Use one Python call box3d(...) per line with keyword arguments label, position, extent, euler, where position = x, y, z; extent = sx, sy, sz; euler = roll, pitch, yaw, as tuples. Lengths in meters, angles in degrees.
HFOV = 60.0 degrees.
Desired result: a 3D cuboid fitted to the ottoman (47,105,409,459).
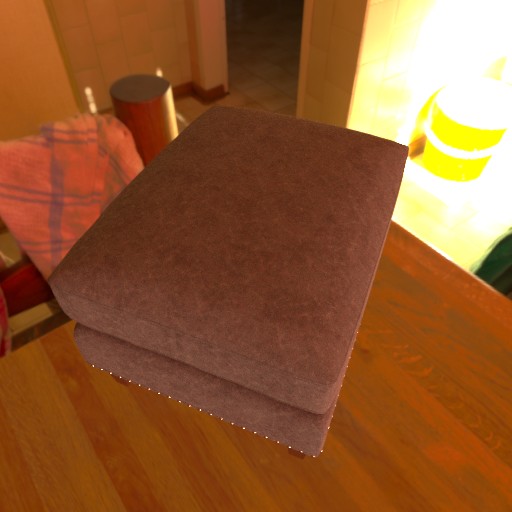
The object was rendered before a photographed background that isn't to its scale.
box3d(label="ottoman", position=(0.000, 0.000, 1.118), extent=(0.584, 0.513, 0.741), euler=(17, 49, 15))
